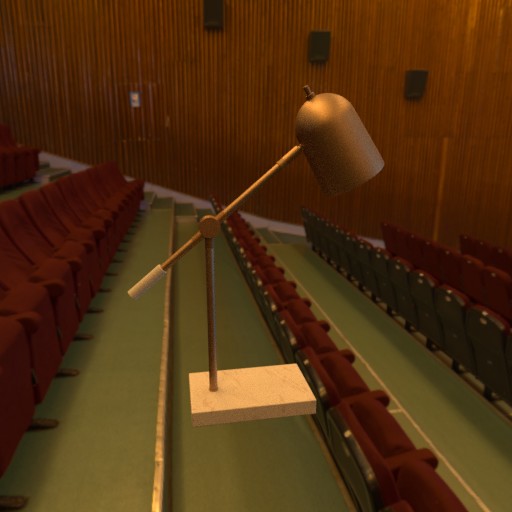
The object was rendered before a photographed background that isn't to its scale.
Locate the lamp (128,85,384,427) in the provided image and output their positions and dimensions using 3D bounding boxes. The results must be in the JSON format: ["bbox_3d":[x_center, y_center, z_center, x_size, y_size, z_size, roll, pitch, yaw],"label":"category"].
[{"bbox_3d":[0.000,0.000,0.829,0.471,0.603,0.144,-3,15,-10],"label":"lamp"}]
